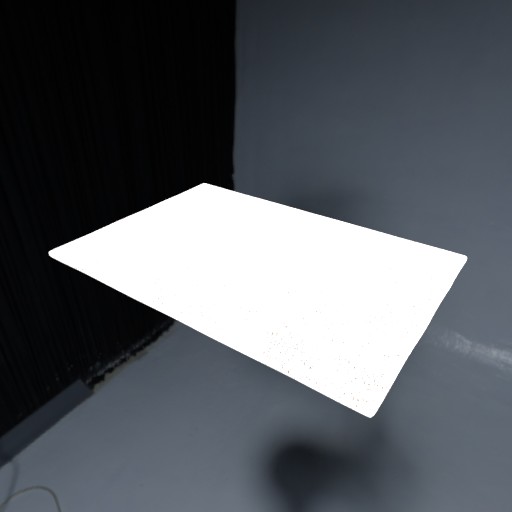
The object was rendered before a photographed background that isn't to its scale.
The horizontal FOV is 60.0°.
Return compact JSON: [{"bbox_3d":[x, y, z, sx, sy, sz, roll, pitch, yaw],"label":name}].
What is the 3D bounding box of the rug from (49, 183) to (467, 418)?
[{"bbox_3d":[0.000,0.000,2.274,1.778,0.030,1.219,20,36,30],"label":"rug"}]
